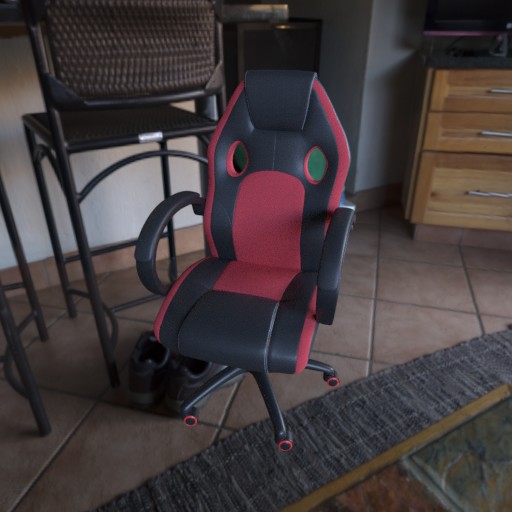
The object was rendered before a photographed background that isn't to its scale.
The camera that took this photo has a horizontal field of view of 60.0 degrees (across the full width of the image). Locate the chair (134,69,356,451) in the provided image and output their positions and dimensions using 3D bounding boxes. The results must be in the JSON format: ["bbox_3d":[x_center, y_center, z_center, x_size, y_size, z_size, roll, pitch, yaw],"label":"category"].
[{"bbox_3d":[0.000,0.000,1.588,0.673,1.187,0.724,8,28,15],"label":"chair"}]
